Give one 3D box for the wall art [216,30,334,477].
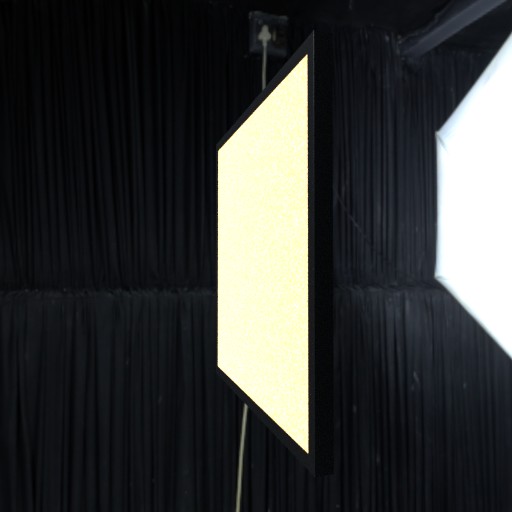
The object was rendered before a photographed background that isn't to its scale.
[{"bbox_3d":[0.000,0.000,1.114,0.036,0.755,0.756,0,-1,-18],"label":"wall art"}]
